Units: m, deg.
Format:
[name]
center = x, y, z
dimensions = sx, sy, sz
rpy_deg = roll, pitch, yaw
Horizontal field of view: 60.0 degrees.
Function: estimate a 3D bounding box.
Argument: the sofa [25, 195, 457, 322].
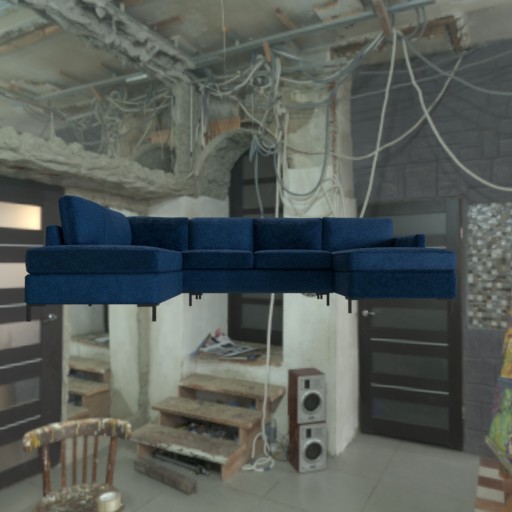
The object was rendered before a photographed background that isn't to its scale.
[sofa]
center = 0.000, 0.000, 4.264
dimensions = 3.434, 0.992, 2.055
rpy_deg = 0, -1, -1
